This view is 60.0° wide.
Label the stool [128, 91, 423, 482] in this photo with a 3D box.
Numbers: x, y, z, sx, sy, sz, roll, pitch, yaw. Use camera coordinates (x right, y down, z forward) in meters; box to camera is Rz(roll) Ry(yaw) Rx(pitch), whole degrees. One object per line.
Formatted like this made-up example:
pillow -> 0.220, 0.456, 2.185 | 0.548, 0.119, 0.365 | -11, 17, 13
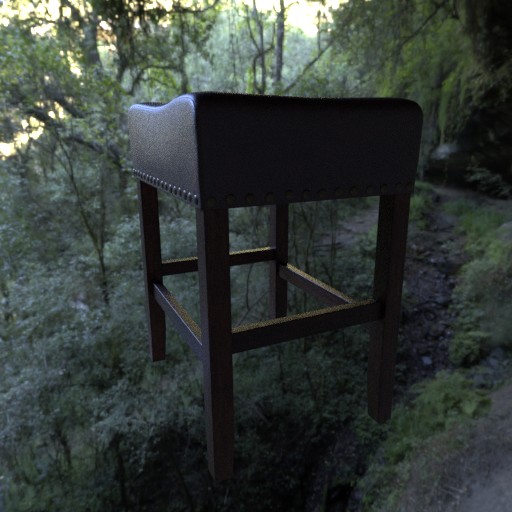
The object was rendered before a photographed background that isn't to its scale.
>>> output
stool -> 0.000, 0.000, 0.916 | 0.397, 0.608, 0.465 | -8, 18, -25
